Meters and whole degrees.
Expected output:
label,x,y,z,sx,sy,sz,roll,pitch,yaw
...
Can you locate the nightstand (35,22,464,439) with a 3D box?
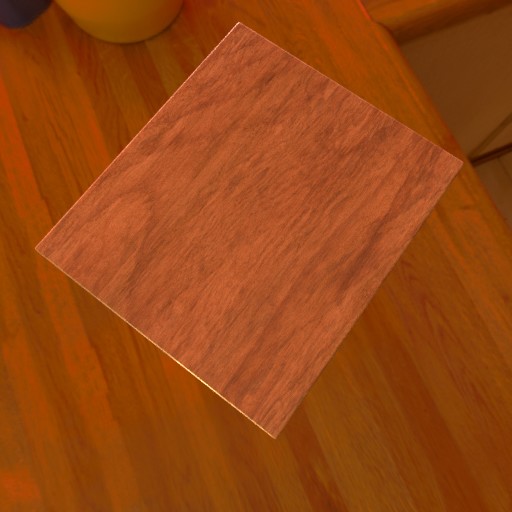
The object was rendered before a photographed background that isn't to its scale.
label,x,y,z,sx,sy,sz,roll,pitch,yaw
nightstand,0.000,0.000,0.882,0.406,0.559,0.457,36,78,9
